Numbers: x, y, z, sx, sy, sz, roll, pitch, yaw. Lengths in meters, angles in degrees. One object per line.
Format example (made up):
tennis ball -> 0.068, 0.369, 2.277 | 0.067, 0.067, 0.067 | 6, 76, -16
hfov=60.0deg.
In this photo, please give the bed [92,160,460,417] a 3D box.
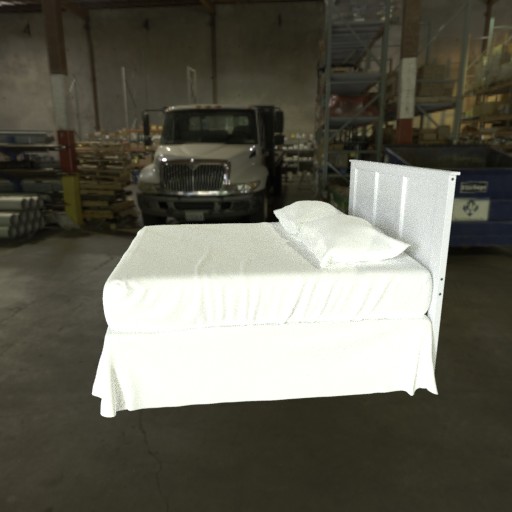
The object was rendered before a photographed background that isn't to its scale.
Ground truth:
bed -> 0.000, 0.000, 3.158 | 2.047, 1.269, 1.876 | -2, 15, -7
